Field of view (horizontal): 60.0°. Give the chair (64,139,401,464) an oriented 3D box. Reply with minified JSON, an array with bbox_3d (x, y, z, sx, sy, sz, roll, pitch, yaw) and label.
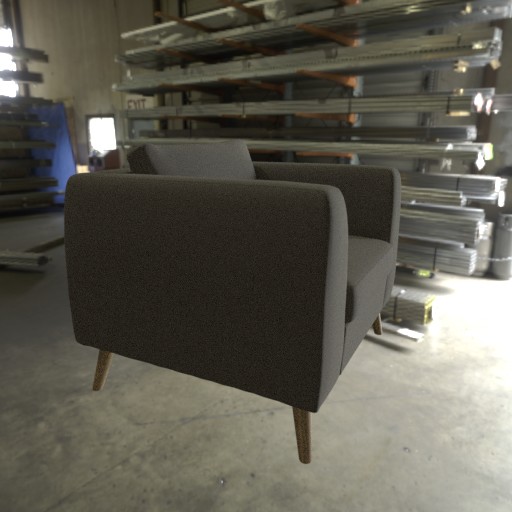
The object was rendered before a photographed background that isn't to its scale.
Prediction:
[{"bbox_3d":[0.000,0.000,1.697,0.930,0.860,1.000,8,17,26],"label":"chair"}]
